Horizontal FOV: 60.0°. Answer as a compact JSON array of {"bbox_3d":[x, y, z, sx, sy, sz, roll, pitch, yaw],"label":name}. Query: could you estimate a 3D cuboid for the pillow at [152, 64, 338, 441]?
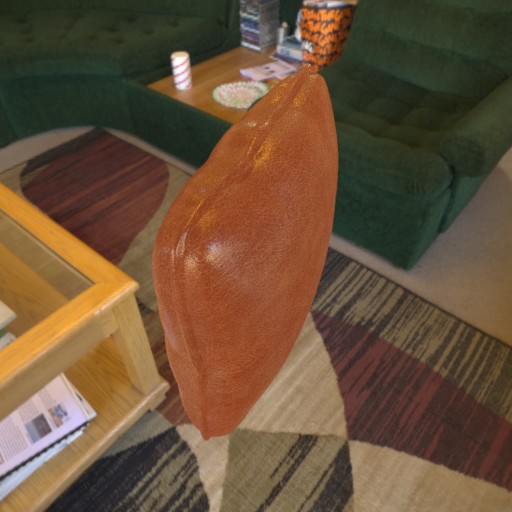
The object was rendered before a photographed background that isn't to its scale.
[{"bbox_3d":[0.000,0.000,0.813,0.236,0.523,0.532,16,48,15],"label":"pillow"}]
